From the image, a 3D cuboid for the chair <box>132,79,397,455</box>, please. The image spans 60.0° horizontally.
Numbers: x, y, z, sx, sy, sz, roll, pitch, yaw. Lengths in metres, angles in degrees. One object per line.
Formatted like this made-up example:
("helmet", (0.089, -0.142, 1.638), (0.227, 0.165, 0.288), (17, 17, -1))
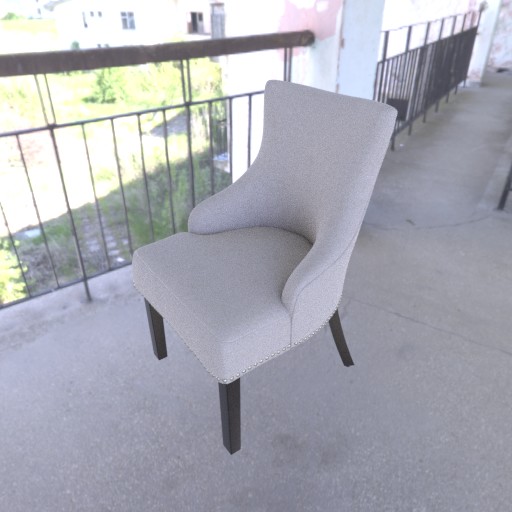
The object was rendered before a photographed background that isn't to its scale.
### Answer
("chair", (0.000, 0.000, 1.354), (0.629, 0.909, 0.566), (-21, 37, -30))
